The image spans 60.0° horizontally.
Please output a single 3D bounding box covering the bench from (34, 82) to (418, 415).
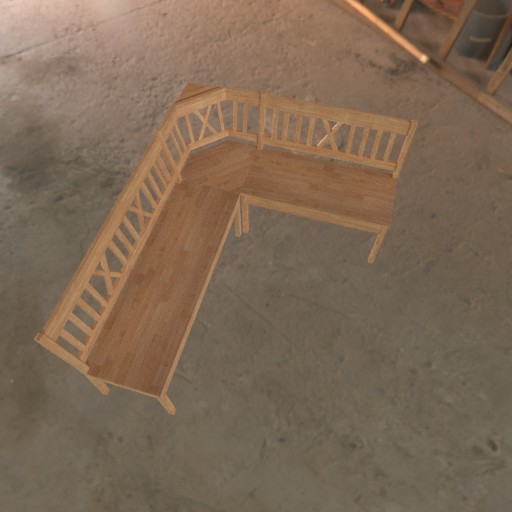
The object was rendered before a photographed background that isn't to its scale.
[{"bbox_3d":[0.000,0.000,2.762,1.537,0.902,1.937,14,60,8],"label":"bench"}]
